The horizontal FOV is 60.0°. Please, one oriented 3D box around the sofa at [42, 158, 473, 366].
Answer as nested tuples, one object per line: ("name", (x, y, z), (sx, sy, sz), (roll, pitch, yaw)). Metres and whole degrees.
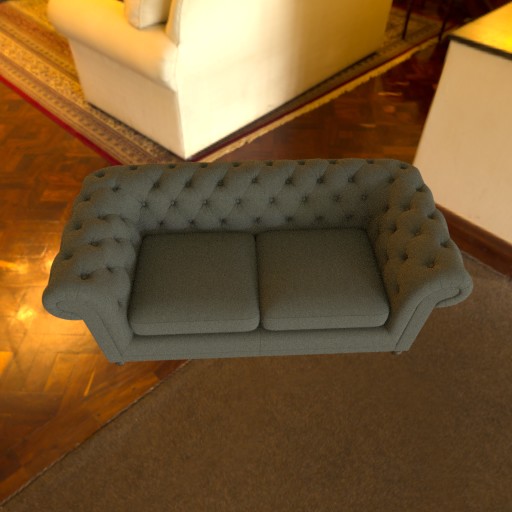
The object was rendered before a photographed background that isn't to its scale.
("sofa", (0.000, 0.000, 2.529), (1.998, 0.764, 0.986), (-2, 47, -2))
